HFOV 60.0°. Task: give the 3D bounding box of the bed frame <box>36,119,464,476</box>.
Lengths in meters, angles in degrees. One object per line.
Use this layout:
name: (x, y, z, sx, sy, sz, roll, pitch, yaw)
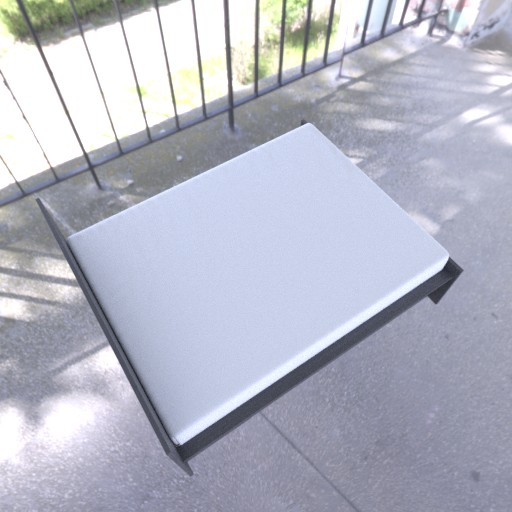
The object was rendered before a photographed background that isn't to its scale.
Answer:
bed frame: (0.000, 0.000, 2.808, 1.960, 0.800, 1.622, -29, 62, -17)
